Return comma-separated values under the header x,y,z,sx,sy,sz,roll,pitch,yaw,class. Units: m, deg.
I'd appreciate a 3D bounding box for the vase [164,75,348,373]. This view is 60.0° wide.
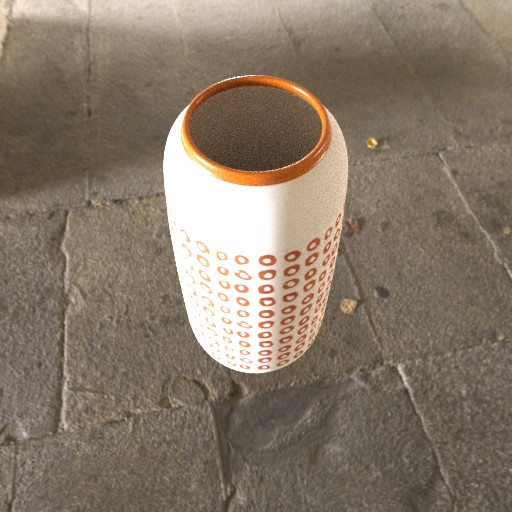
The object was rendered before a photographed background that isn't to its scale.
x,y,z,sx,sy,sz,roll,pitch,yaw,class
0.000,0.000,0.365,0.133,0.282,0.133,0,58,0,vase
